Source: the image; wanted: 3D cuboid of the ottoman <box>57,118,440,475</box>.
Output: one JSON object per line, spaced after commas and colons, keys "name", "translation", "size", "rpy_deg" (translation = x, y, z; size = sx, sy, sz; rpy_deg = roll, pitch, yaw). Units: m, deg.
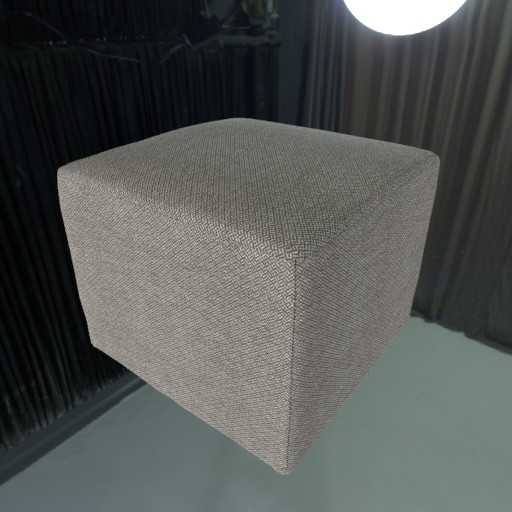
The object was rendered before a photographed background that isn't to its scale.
{"name": "ottoman", "translation": [0.000, 0.000, 0.891], "size": [0.519, 0.453, 0.512], "rpy_deg": [21, 35, 32]}
